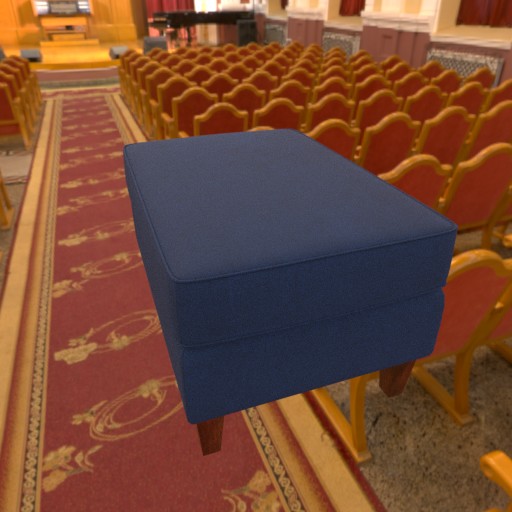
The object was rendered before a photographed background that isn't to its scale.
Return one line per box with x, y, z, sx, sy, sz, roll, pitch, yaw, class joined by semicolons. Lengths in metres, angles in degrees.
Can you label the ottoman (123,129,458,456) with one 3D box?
0.000;0.000;1.408;0.686;0.584;0.965;-10;32;-17;ottoman
